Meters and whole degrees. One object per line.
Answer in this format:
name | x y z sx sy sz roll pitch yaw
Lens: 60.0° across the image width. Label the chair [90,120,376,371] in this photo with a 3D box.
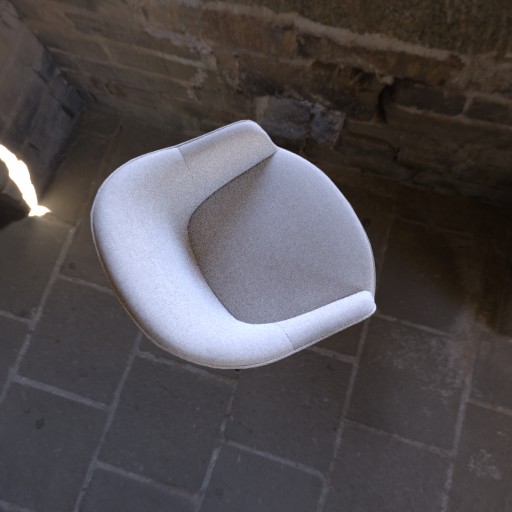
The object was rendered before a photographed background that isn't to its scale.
chair | 0.000 0.000 1.254 0.635 0.823 0.596 -29 77 -7
